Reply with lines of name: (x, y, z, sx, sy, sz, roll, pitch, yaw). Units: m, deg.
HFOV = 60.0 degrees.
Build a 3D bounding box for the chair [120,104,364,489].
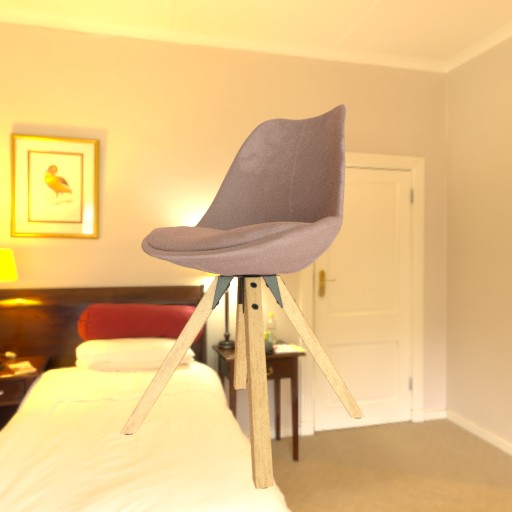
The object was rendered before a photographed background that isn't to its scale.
chair: (0.000, 0.000, 1.132, 0.485, 0.850, 0.550, 1, 1, 37)
